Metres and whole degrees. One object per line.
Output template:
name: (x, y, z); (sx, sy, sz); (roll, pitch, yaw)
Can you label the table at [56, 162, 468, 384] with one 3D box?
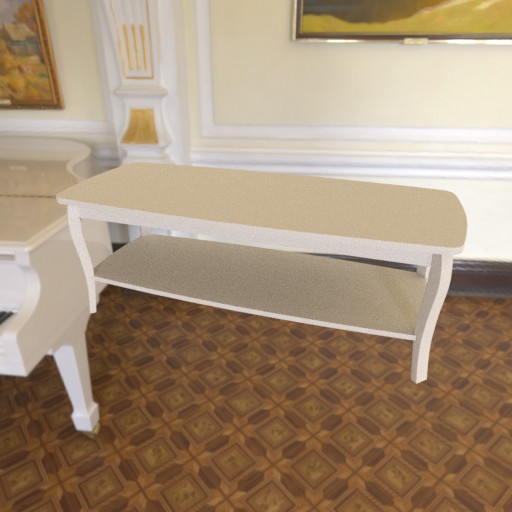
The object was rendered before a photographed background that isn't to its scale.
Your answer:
table: (0.000, 0.000, 1.625); (1.334, 0.474, 0.561); (9, 27, 17)
